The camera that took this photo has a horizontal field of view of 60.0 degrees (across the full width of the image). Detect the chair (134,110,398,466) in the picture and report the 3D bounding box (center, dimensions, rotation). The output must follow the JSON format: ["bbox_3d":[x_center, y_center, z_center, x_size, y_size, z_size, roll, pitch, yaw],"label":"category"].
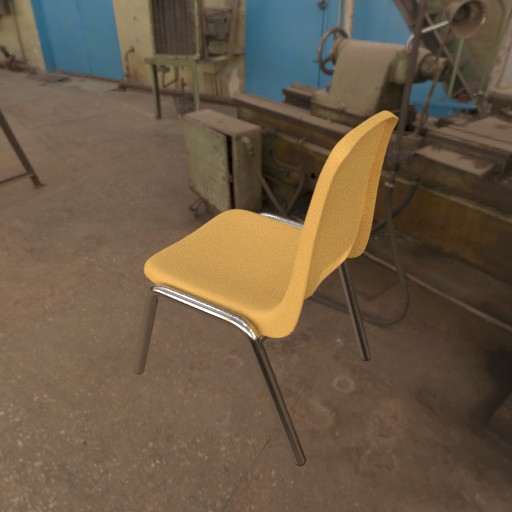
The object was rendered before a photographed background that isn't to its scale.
[{"bbox_3d":[0.000,0.000,0.848,0.423,0.586,0.354,20,38,28],"label":"chair"}]
